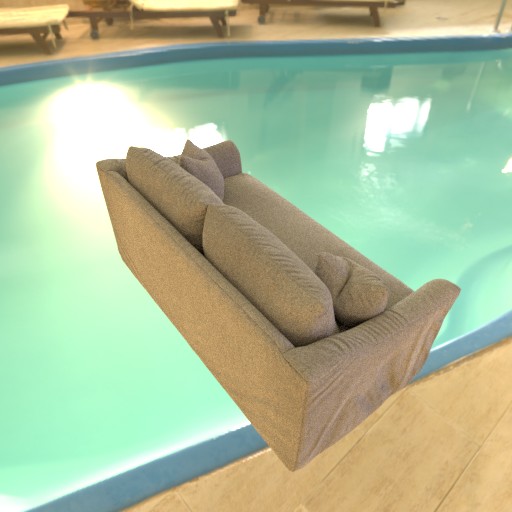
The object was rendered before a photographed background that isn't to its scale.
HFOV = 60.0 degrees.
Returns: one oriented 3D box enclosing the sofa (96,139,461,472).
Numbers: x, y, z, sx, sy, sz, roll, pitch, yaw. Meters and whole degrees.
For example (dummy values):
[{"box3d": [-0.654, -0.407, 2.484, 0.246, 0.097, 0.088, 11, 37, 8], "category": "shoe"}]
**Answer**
[{"box3d": [0.000, 0.000, 2.662, 1.072, 1.018, 2.010, -27, 48, -27], "category": "sofa"}]
